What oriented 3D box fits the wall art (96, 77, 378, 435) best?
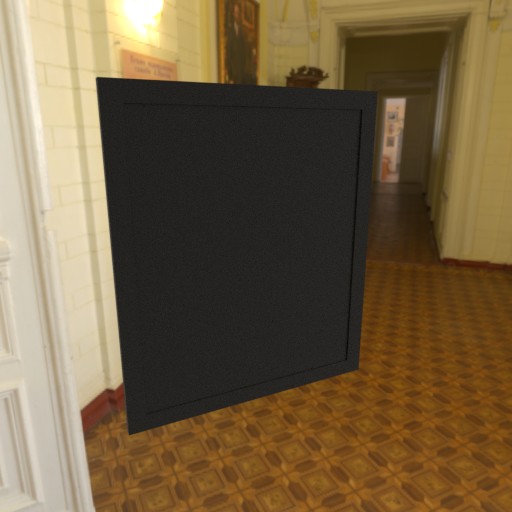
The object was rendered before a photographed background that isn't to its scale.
[{"bbox_3d":[0.000,0.000,0.501,0.311,0.361,0.010,-8,17,-25],"label":"wall art"}]
